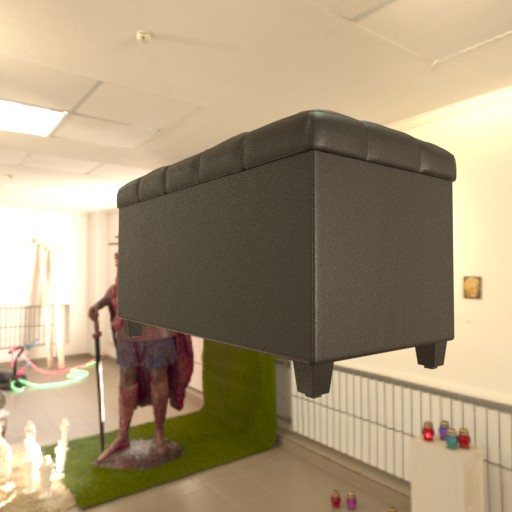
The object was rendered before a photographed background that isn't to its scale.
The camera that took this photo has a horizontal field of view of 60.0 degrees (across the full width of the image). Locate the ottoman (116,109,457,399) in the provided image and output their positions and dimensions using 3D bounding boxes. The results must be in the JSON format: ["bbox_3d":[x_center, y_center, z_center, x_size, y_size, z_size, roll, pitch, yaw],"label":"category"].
[{"bbox_3d":[0.000,0.000,1.112,0.432,0.470,0.838,1,-2,-37],"label":"ottoman"}]
